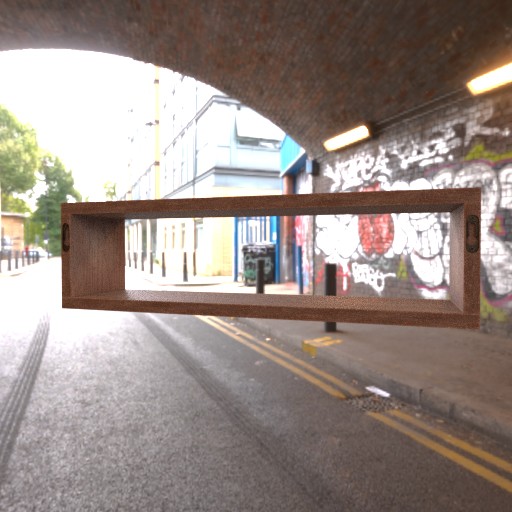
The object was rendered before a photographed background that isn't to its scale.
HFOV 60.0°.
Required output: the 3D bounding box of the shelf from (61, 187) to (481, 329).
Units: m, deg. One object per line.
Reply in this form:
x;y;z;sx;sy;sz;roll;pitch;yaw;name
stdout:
0.000;0.000;0.692;0.610;0.170;0.150;0;1;18;shelf
